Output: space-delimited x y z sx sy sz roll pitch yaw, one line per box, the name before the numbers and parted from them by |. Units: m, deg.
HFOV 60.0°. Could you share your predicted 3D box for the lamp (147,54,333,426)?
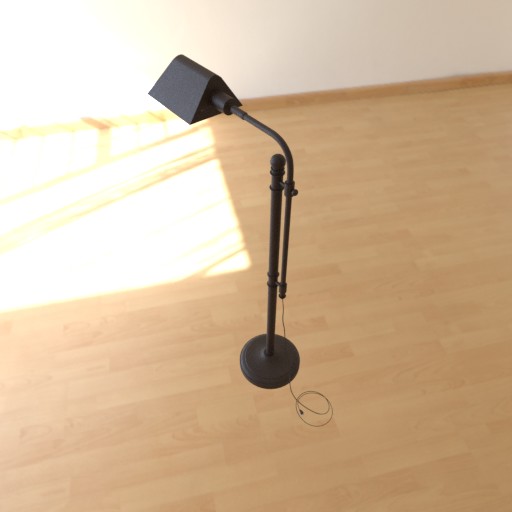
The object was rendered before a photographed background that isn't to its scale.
lamp | 0.000 0.000 0.956 0.159 0.708 0.545 -29 52 -26
